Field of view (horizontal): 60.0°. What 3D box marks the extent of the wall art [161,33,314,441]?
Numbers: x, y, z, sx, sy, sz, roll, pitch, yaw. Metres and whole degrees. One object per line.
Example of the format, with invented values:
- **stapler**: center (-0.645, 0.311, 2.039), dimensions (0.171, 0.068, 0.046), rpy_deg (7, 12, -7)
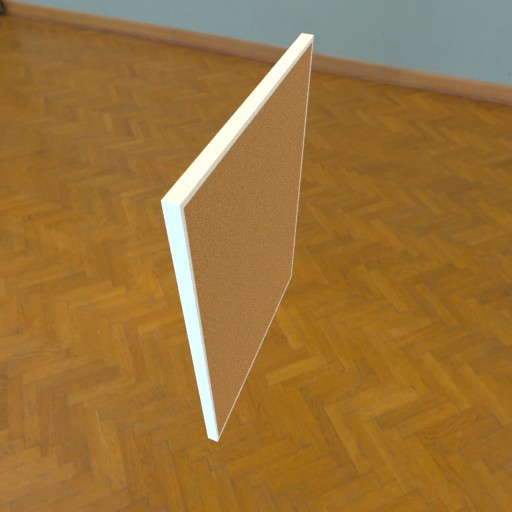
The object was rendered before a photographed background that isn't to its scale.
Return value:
- **wall art**: center (0.000, 0.000, 1.385), dimensions (0.039, 1.050, 0.795), rpy_deg (16, 49, 15)
